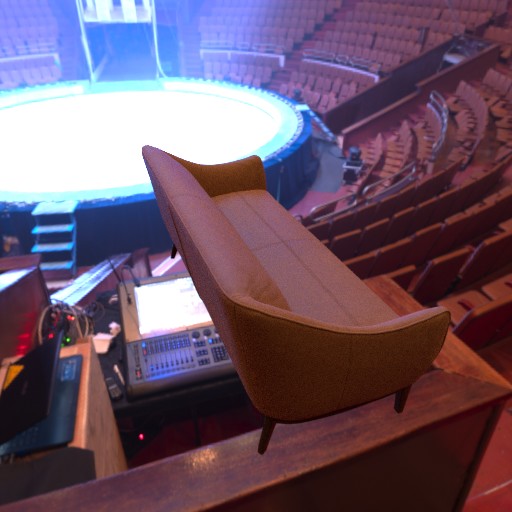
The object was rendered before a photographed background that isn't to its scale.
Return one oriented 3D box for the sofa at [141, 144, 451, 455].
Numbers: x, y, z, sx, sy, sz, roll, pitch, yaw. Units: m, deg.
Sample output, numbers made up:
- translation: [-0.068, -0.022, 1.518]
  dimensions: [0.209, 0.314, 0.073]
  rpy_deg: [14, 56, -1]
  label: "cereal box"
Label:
- translation: [0.000, 0.000, 2.371]
  dimensions: [0.869, 0.830, 1.928]
  rpy_deg: [-12, 33, -19]
  label: "sofa"
